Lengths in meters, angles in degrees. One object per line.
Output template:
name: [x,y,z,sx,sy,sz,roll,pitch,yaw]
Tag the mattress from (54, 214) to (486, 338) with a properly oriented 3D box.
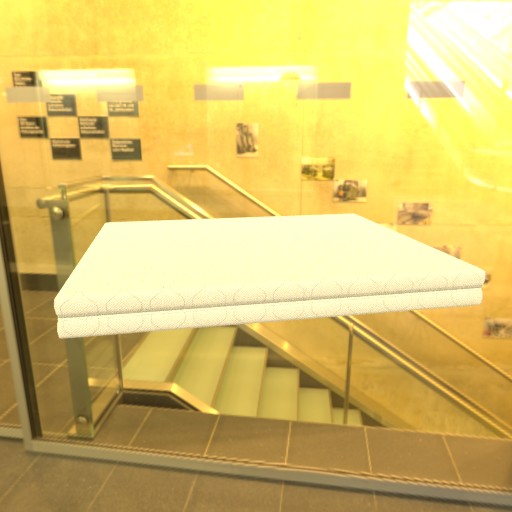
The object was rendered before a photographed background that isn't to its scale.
mattress: [0.000,0.000,2.769,2.000,0.200,1.600,-3,16,-11]
